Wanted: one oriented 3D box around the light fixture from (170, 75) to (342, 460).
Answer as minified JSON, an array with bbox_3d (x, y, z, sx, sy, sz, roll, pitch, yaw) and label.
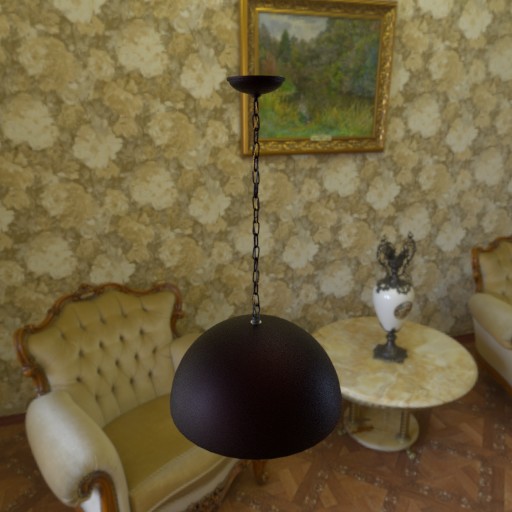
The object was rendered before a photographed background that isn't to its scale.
[{"bbox_3d":[0.000,0.000,1.164,0.492,0.869,0.492,8,18,26],"label":"light fixture"}]
